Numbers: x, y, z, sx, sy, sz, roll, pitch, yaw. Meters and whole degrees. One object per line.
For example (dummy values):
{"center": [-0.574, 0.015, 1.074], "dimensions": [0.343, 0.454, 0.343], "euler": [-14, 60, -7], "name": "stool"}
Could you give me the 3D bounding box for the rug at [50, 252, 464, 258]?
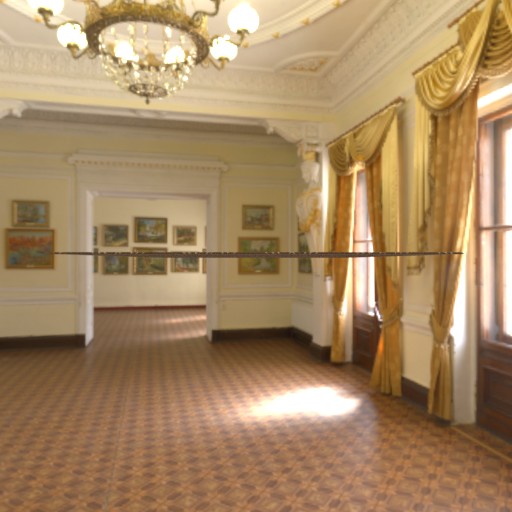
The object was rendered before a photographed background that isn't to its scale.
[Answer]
{"center": [0.000, 0.000, 4.154], "dimensions": [2.457, 0.012, 3.062], "euler": [0, -1, 0], "name": "rug"}
